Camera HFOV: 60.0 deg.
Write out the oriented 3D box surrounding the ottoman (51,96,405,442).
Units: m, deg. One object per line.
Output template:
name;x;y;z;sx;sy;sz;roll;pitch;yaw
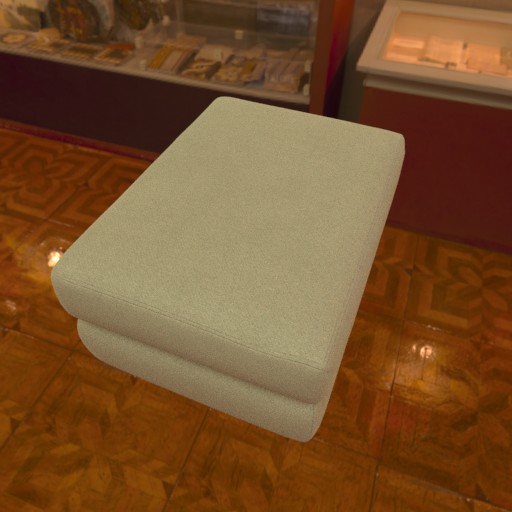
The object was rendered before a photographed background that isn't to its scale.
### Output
ottoman;0.000;0.000;1.137;0.569;0.499;0.773;17;49;15
